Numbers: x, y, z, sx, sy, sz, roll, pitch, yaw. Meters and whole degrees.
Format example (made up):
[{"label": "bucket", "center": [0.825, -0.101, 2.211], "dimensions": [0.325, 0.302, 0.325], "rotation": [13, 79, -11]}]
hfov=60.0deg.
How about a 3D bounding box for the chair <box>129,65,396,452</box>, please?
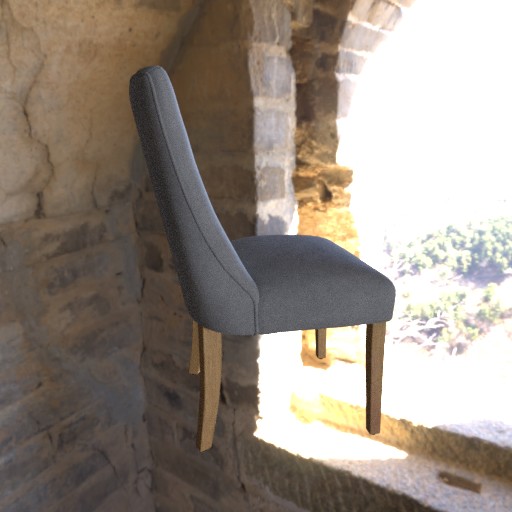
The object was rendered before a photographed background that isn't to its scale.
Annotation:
[{"label": "chair", "center": [0.000, 0.000, 1.219], "dimensions": [0.610, 0.902, 0.495], "rotation": [-3, 15, -11]}]
